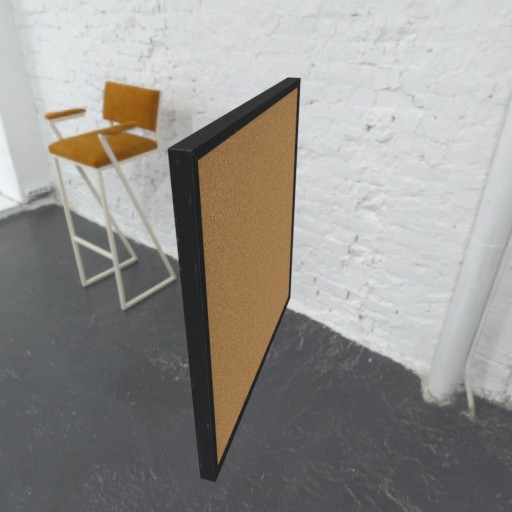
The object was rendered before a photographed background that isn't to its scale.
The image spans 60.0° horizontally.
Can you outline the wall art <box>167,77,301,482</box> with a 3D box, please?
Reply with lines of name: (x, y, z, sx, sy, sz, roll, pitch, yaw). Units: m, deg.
wall art: (0.000, 0.000, 1.137, 0.037, 0.761, 0.761, 8, 31, 15)
